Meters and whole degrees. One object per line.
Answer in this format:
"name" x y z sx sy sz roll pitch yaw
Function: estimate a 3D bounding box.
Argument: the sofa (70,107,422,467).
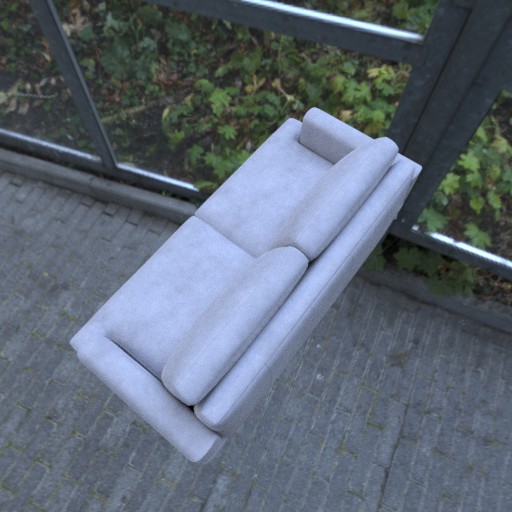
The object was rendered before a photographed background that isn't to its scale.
"sofa" 0.000 0.000 2.496 0.980 0.830 2.013 35 69 16
